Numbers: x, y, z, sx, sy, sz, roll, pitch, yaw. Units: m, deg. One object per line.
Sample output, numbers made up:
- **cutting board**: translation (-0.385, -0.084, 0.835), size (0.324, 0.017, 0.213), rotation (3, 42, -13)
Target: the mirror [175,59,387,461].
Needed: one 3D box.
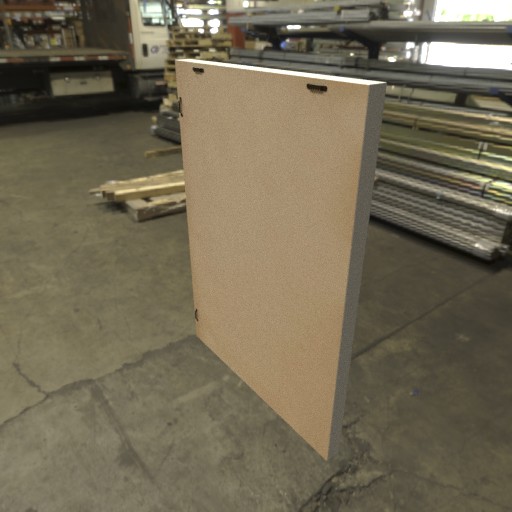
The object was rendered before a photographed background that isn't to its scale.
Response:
- **mirror**: translation (0.000, 0.000, 0.909), size (0.040, 0.710, 0.507), rotation (-20, 34, -33)
